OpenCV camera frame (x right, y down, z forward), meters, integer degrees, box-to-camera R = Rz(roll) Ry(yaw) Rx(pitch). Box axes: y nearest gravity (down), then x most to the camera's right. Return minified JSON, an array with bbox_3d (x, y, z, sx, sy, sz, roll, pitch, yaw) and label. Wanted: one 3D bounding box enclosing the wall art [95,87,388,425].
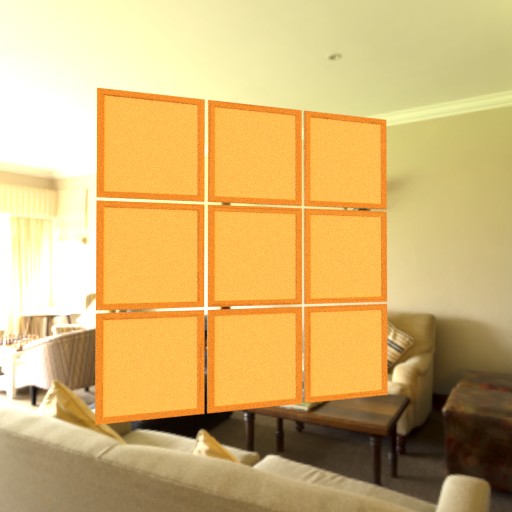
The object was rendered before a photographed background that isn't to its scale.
[{"bbox_3d":[0.000,0.000,2.232,1.517,1.523,0.013,0,-1,-17],"label":"wall art"}]
